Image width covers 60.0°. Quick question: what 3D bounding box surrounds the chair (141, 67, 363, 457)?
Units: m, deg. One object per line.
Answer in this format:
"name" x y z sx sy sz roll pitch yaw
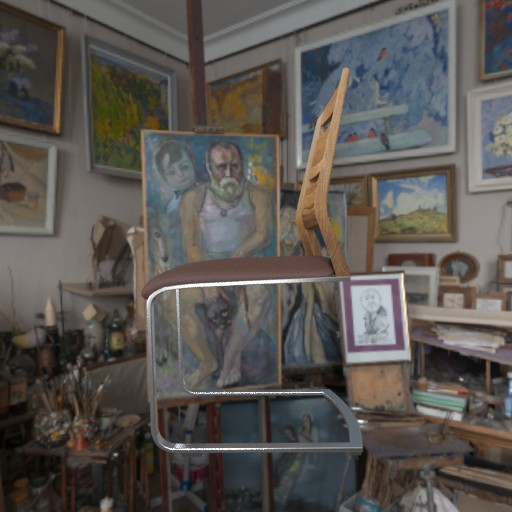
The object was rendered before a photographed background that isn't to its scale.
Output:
"chair" 0.000 0.000 1.295 0.570 0.970 0.460 0 1 -1
